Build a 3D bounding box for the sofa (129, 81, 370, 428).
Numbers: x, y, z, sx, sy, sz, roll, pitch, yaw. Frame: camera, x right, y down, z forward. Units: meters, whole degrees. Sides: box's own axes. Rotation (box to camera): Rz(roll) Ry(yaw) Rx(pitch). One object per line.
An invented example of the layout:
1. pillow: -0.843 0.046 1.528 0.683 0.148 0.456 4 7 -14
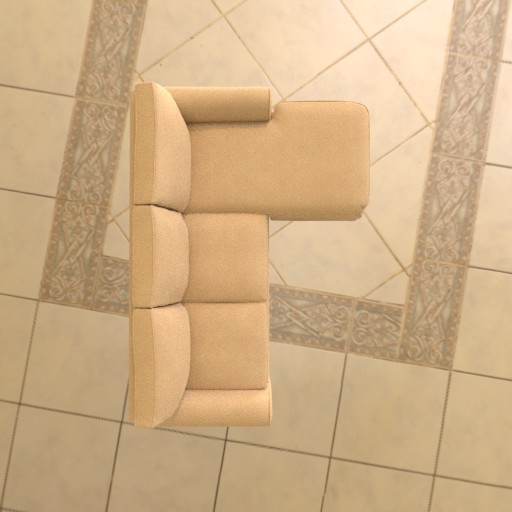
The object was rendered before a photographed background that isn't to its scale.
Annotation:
1. sofa: 0.000 0.000 2.374 1.226 0.734 1.770 0 89 0
